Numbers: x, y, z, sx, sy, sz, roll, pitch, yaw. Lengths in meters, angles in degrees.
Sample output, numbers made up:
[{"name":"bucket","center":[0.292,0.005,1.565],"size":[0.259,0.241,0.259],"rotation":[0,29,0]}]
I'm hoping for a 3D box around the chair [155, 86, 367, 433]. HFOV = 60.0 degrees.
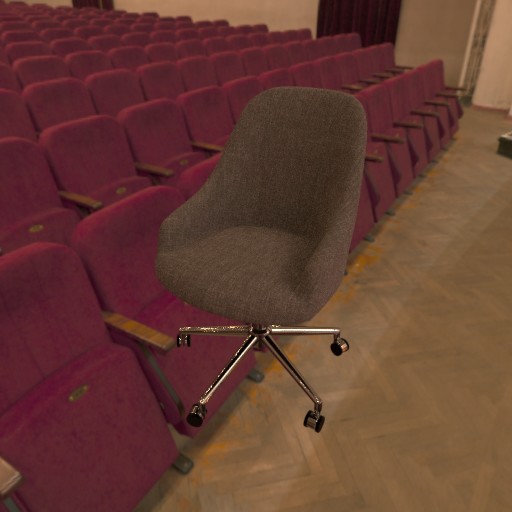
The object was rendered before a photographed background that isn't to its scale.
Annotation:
[{"name":"chair","center":[0.000,0.000,1.448],"size":[0.671,0.950,0.712],"rotation":[17,34,27]}]
